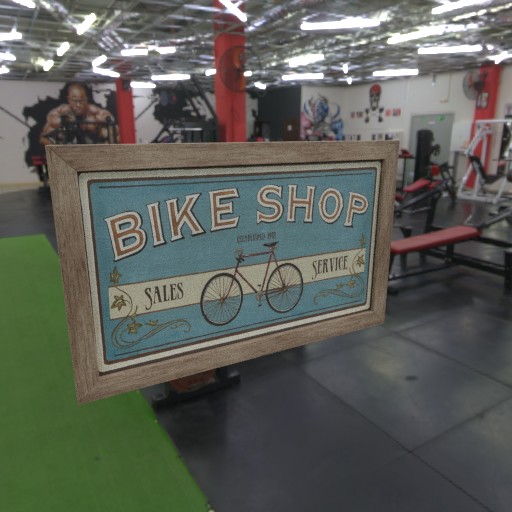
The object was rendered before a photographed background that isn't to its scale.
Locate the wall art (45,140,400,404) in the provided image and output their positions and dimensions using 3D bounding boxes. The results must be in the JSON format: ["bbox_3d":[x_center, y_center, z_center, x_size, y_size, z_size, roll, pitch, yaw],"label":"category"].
[{"bbox_3d":[0.000,0.000,0.966,0.780,0.480,0.021,-8,18,-27],"label":"wall art"}]
